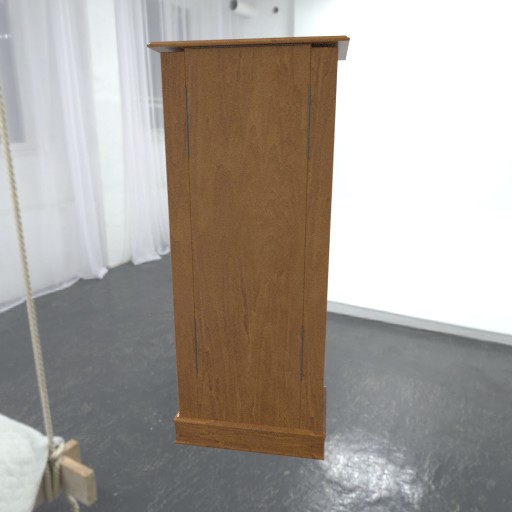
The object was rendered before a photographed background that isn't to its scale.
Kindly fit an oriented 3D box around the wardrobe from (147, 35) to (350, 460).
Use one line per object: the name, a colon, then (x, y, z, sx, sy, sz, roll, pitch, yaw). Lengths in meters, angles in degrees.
wardrobe: (0.000, 0.000, 1.126, 0.406, 0.959, 0.273, 2, 15, 9)
